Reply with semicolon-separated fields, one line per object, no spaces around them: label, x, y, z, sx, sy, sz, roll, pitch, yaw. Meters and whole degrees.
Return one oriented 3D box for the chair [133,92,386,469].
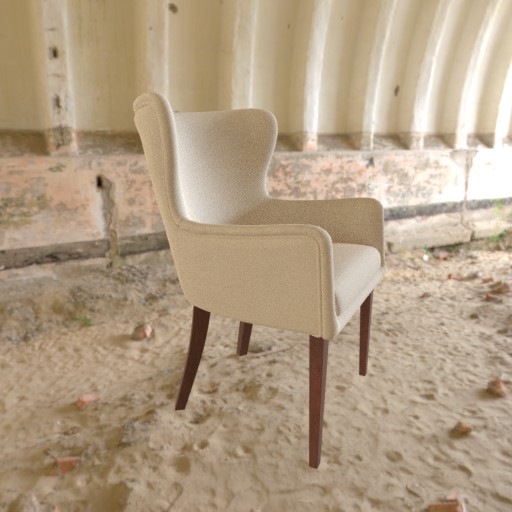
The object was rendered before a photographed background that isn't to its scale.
chair;0.000;0.000;1.481;0.744;0.990;0.696;7;16;26
